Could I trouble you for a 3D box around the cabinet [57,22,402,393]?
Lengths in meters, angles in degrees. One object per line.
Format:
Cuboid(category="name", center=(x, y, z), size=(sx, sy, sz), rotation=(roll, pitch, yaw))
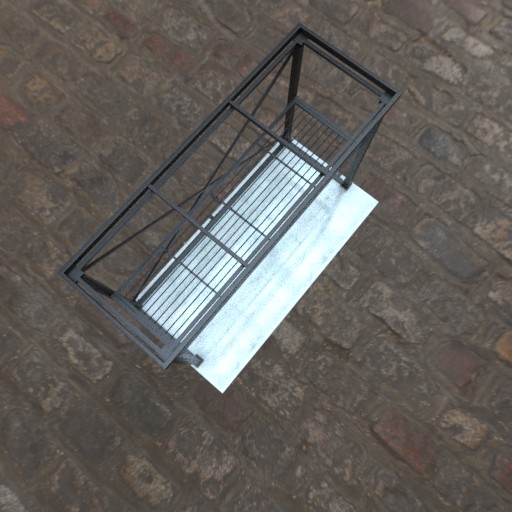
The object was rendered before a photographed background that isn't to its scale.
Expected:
Cuboid(category="cabinet", center=(0.000, 0.000, 2.221), size=(0.610, 1.659, 1.210), rotation=(39, 79, 9))
